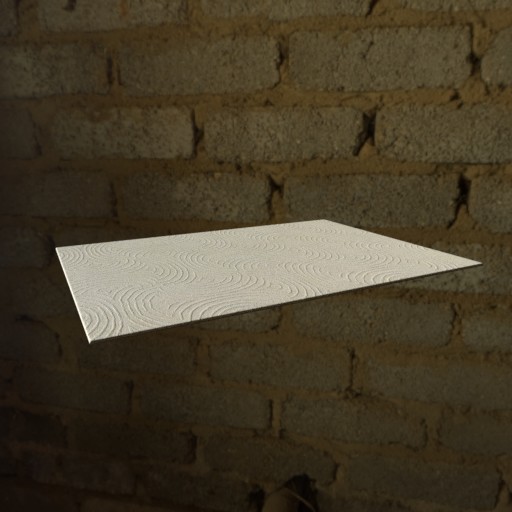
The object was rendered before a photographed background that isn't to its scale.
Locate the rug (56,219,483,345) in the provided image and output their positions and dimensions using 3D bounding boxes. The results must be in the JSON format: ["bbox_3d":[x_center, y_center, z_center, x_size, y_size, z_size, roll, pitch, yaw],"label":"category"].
[{"bbox_3d":[0.000,0.000,2.700,2.132,0.015,1.526,-8,17,-27],"label":"rug"}]
